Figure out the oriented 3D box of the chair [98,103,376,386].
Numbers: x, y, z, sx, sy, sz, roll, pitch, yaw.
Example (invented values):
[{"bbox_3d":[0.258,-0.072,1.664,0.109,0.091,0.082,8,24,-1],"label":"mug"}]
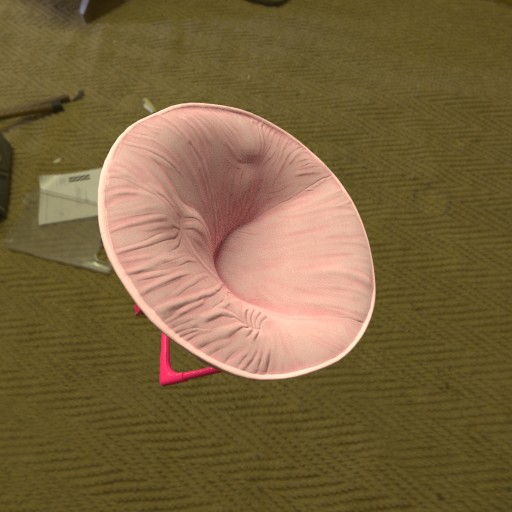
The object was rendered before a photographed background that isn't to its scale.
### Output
[{"bbox_3d":[0.000,0.000,0.861,0.459,0.494,0.522,-3,63,-2],"label":"chair"}]
